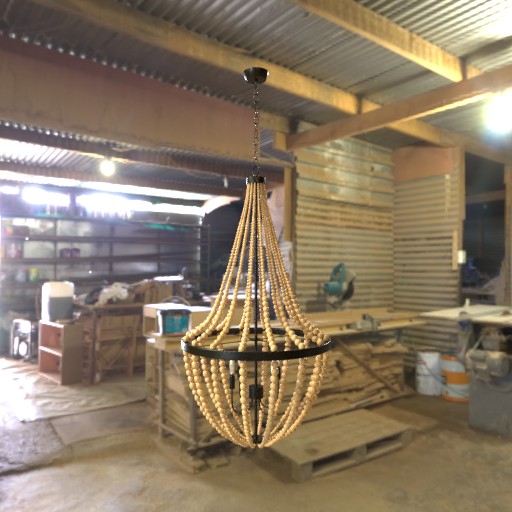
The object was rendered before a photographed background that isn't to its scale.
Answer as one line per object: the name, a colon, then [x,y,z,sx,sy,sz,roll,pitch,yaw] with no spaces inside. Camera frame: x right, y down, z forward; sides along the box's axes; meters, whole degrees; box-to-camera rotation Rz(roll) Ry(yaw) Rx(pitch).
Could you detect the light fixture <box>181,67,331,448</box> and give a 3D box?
light fixture: [0.000,0.000,1.357,0.450,1.133,0.450,0,-1,0]
